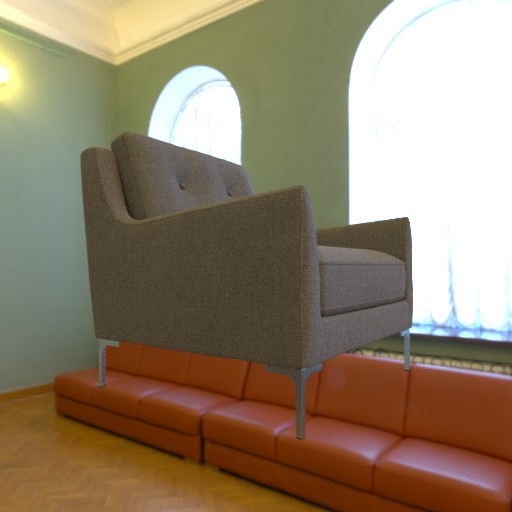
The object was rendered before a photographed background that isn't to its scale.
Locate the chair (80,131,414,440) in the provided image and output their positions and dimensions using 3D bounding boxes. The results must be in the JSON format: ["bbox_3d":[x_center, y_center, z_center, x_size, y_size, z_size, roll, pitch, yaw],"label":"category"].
[{"bbox_3d":[0.000,0.000,1.533,0.849,0.828,0.847,-1,-2,35],"label":"chair"}]
